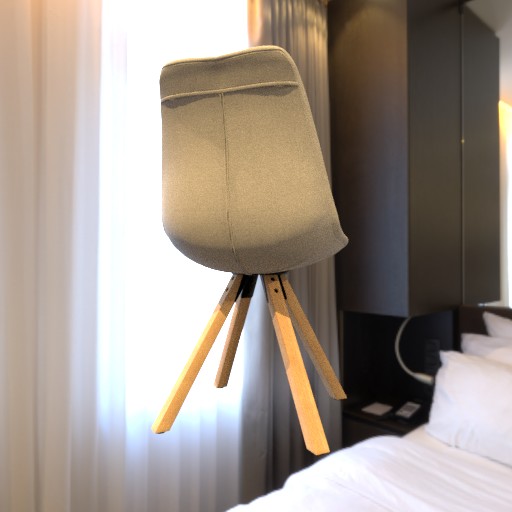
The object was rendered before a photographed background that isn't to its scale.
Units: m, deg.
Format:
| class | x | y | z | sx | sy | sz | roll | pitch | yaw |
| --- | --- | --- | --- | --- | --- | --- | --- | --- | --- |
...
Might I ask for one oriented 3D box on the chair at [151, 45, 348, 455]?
| class | x | y | z | sx | sy | sz | roll | pitch | yaw |
| --- | --- | --- | --- | --- | --- | --- | --- | --- | --- |
| chair | 0.000 | 0.000 | 1.187 | 0.474 | 0.863 | 0.549 | 0 | 0 | 18 |
